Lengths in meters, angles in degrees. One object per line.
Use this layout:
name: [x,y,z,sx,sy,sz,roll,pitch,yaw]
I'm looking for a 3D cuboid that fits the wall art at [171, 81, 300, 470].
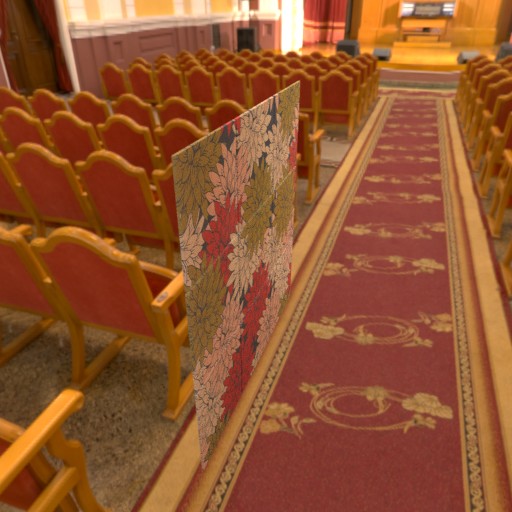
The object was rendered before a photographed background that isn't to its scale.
wall art: [0.000,0.000,2.353,0.013,1.534,1.519,10,32,17]
